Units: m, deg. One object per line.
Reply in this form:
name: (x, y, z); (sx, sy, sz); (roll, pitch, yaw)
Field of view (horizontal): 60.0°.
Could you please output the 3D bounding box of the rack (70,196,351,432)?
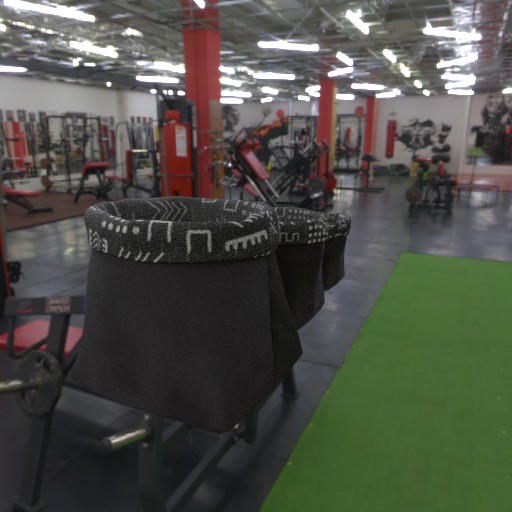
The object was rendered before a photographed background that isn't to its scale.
rack: (0.000, 0.000, 1.084); (0.379, 0.323, 0.905); (7, 17, 26)
